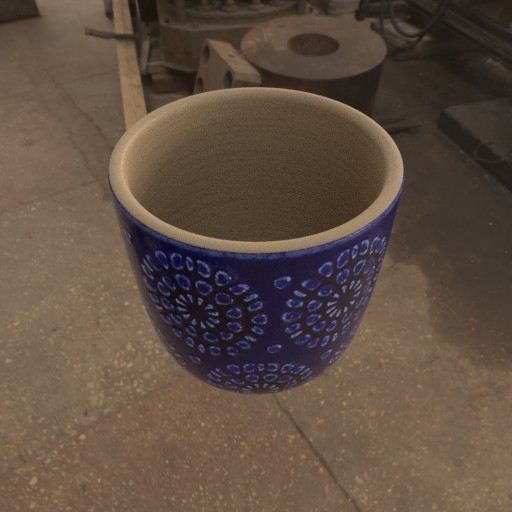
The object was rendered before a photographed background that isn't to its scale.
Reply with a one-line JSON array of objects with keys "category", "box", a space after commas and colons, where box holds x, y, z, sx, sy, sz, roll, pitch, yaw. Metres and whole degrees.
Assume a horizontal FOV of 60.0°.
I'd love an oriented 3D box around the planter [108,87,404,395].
[{"category": "planter", "box": [0.000, 0.000, 0.204, 0.109, 0.112, 0.109, 0, 45, 0]}]
